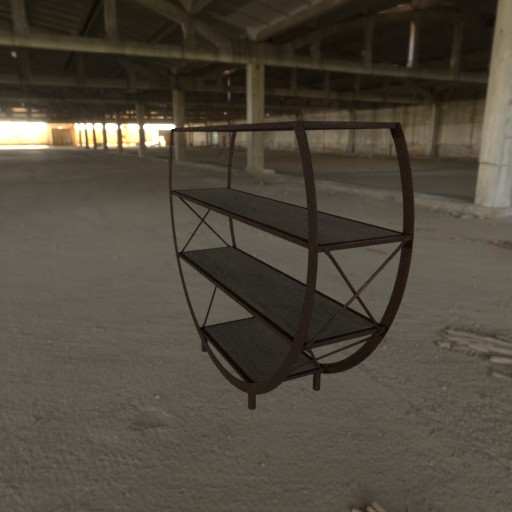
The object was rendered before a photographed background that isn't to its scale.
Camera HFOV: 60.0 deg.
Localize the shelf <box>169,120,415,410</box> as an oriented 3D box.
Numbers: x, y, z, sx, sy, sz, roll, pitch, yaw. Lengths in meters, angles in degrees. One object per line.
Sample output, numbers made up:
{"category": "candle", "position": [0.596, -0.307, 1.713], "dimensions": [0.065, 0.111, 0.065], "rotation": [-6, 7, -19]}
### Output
{"category": "shelf", "position": [0.000, 0.000, 1.887], "dimensions": [0.344, 1.063, 1.403], "rotation": [-7, 17, -25]}
